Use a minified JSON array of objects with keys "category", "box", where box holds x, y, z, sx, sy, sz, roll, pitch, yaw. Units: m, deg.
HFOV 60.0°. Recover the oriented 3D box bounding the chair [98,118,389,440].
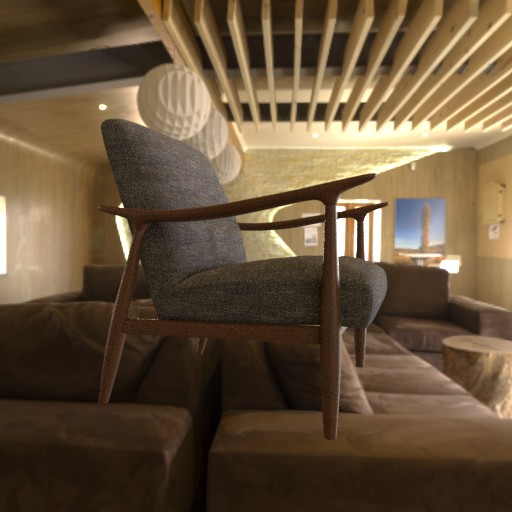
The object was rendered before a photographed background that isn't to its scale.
[{"category":"chair","box":[0.000,0.000,1.429,0.798,0.832,0.741,0,1,19]}]
